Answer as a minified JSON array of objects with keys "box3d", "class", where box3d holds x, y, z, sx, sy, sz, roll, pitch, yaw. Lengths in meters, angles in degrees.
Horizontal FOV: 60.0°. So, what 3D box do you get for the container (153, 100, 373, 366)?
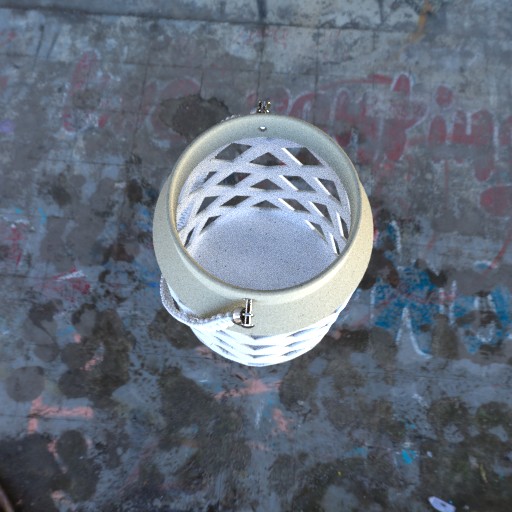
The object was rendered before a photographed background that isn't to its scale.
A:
[{"box3d":[0.000,0.000,0.406,0.198,0.264,0.188,4,74,1],"class":"container"}]
